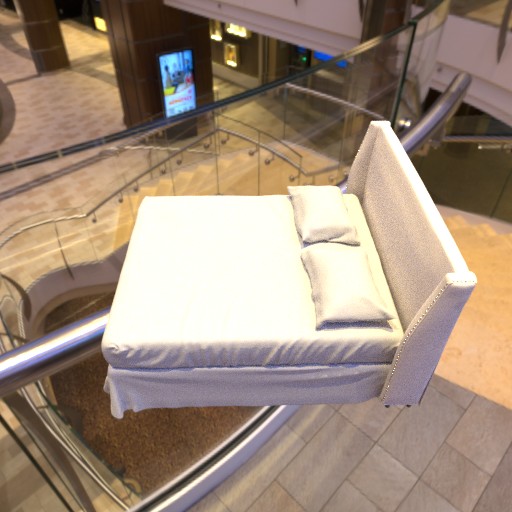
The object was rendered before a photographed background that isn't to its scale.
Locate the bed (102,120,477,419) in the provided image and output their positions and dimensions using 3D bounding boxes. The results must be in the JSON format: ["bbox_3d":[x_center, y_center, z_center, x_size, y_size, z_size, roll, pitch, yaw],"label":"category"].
[{"bbox_3d":[0.000,0.000,3.400,2.276,1.332,1.925,-1,42,-1],"label":"bed"}]
